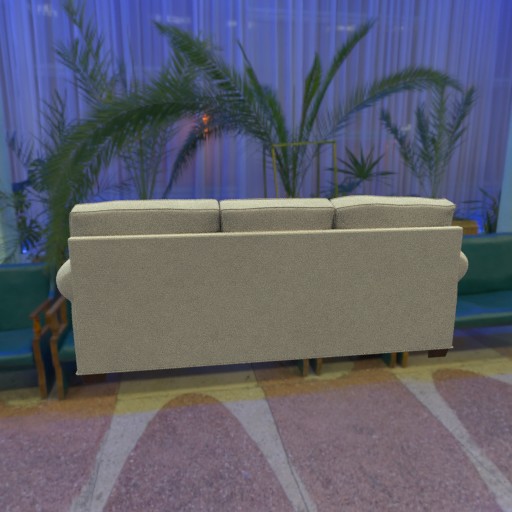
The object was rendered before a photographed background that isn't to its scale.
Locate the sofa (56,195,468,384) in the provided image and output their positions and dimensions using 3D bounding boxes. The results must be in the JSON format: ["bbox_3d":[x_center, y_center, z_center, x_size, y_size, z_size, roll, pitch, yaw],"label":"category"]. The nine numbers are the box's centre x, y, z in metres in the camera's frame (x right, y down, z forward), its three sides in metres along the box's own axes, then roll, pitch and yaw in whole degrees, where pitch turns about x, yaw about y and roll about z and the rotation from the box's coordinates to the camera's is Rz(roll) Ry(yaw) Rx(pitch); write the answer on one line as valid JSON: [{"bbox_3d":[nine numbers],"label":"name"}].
[{"bbox_3d":[0.000,0.000,2.409,1.770,0.734,1.226,-2,14,-9],"label":"sofa"}]
